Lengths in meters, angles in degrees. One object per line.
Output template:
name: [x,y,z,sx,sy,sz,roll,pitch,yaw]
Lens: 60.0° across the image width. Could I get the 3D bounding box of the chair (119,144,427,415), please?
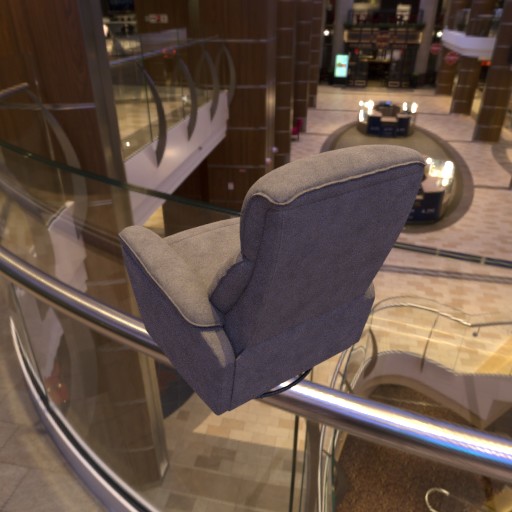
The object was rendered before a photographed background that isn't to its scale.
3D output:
chair: [0.000,0.000,1.749,0.830,1.036,1.009,-19,34,-30]
